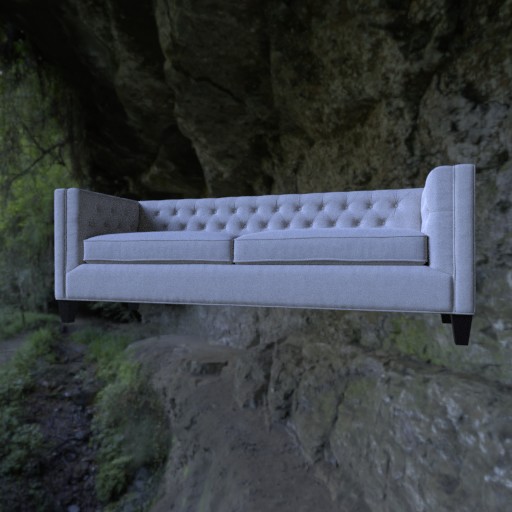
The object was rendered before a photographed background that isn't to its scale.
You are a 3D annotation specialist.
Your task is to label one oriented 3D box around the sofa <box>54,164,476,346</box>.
[{"bbox_3d":[0.000,0.000,2.523,2.159,0.762,0.775,0,0,18],"label":"sofa"}]
